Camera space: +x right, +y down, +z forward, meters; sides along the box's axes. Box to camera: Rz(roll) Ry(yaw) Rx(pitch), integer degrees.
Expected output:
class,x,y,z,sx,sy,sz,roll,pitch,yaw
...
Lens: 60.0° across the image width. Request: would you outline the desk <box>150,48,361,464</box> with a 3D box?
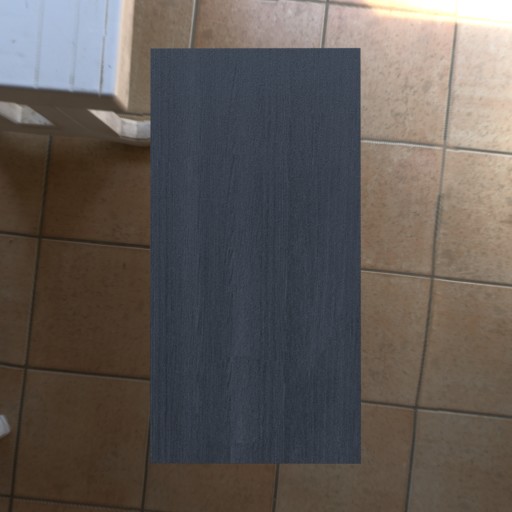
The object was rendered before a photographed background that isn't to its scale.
class,x,y,z,sx,sy,sz,roll,pitch,yaw
desk,0.000,0.000,1.537,0.557,0.729,1.099,0,90,0
